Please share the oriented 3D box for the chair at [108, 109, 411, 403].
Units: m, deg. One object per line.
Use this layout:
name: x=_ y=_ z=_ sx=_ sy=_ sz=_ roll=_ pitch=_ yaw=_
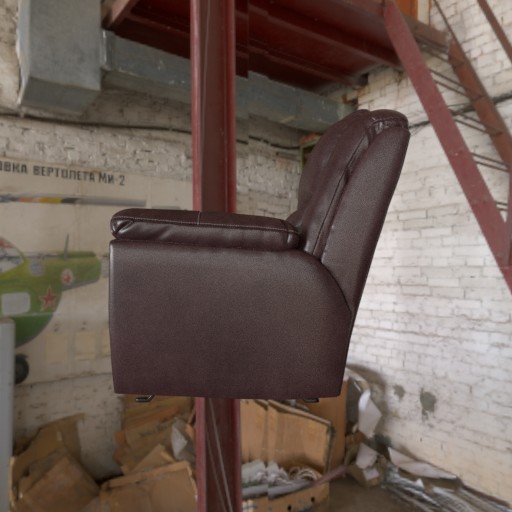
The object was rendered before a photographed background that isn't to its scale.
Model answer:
chair: x=0.000 y=0.000 z=1.896 sx=1.041 sy=1.093 sz=0.990 roll=0 pitch=-1 yaw=0
